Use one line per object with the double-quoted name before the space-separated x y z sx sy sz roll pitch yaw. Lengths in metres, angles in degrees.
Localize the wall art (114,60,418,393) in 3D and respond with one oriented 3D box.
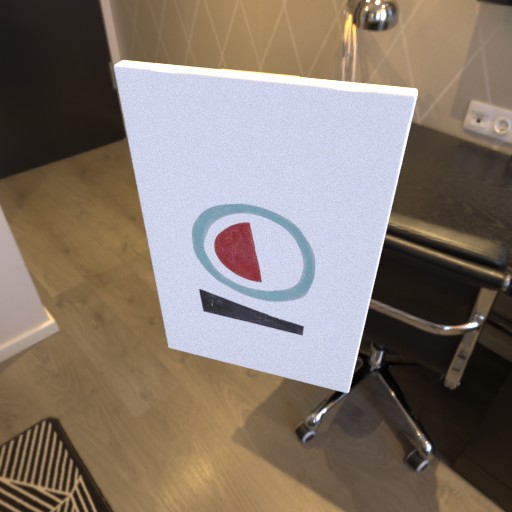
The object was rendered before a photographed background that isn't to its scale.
"wall art" 0.000 0.000 1.142 0.602 0.902 0.048 11 41 13
